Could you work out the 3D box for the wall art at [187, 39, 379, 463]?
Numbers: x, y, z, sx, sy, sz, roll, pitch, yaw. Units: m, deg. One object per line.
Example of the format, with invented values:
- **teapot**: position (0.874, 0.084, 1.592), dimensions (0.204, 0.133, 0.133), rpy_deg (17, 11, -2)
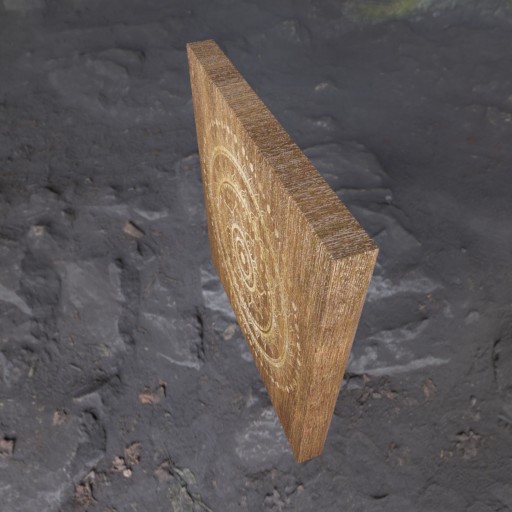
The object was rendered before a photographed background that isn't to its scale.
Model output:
- **wall art**: position (0.000, 0.000, 0.586), dimensions (0.039, 0.403, 0.406), rpy_deg (-15, 49, -14)
